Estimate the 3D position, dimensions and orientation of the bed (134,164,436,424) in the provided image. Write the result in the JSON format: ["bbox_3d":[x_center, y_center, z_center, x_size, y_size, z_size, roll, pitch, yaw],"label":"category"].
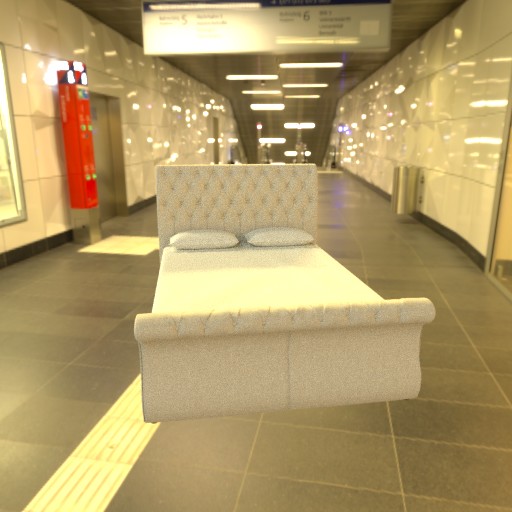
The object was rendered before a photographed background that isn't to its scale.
[{"bbox_3d":[0.000,0.000,3.453,1.606,1.268,2.493,-2,15,-9],"label":"bed"}]
